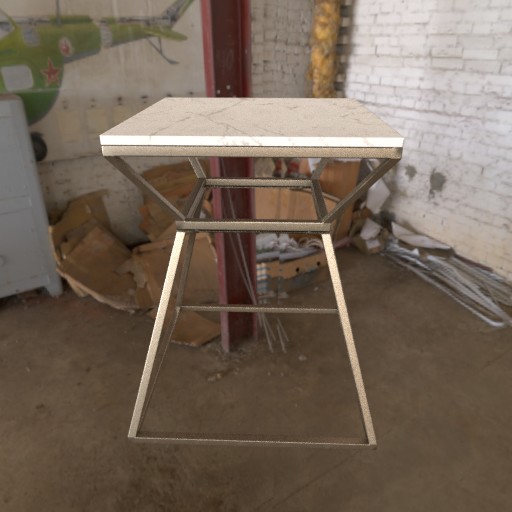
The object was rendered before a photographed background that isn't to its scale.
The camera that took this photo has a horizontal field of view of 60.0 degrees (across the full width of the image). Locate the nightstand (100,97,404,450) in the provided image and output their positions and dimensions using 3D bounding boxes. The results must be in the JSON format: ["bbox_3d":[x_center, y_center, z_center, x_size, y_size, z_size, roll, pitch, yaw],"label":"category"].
[{"bbox_3d":[0.000,0.000,0.890,0.455,0.554,0.455,1,26,2],"label":"nightstand"}]
